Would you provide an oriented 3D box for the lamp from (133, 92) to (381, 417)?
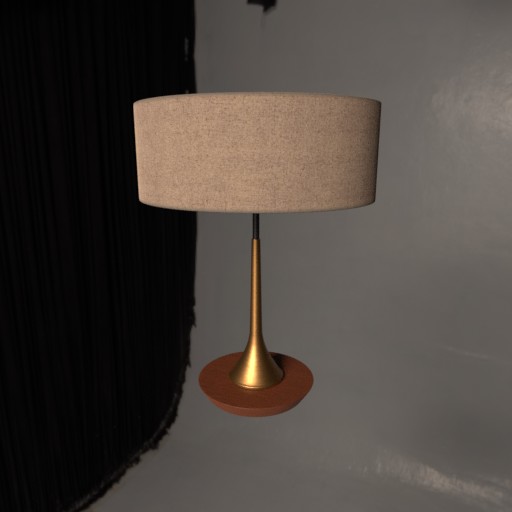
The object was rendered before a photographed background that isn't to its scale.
[{"bbox_3d":[0.000,0.000,0.825,0.417,0.551,0.396,7,15,27],"label":"lamp"}]
